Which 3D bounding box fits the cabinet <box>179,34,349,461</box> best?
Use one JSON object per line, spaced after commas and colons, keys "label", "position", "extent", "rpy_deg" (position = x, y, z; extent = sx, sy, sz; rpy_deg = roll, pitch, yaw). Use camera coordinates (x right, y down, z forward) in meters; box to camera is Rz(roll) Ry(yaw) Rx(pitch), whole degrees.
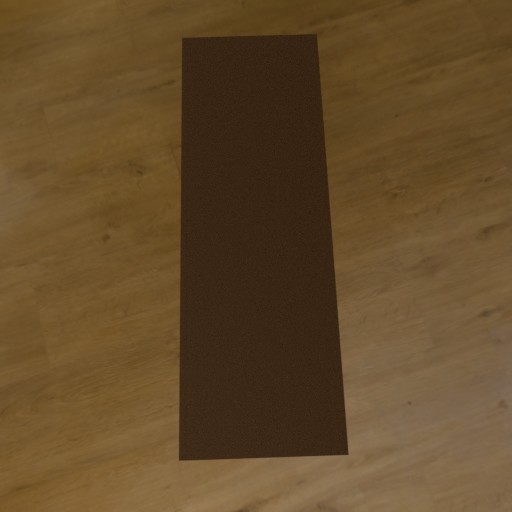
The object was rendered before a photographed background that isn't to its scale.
{"label": "cabinet", "position": [0.000, 0.000, 1.863], "extent": [0.482, 0.914, 1.396], "rpy_deg": [-2, 77, 0]}
